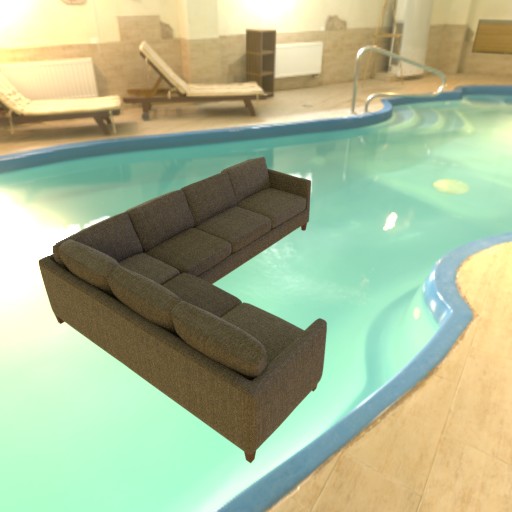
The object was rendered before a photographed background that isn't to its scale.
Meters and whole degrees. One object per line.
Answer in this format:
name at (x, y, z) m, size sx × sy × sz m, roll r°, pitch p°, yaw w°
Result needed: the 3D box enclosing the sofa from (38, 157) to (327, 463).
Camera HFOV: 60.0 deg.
sofa at (0.000, 0.000, 4.603) m, size 2.593 × 0.947 × 3.302 m, roll 22°, pitch 38°, yaw 32°
